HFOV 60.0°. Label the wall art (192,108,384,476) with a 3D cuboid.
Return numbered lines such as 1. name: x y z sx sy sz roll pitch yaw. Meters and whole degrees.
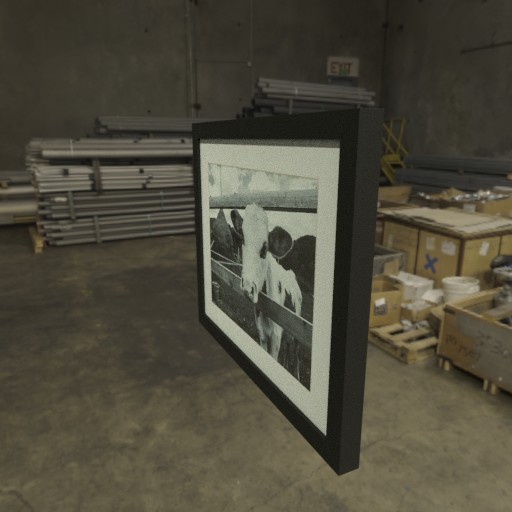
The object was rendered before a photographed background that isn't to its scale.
1. wall art: 0.000 0.000 0.554 0.024 0.329 0.404 -7 16 -25
